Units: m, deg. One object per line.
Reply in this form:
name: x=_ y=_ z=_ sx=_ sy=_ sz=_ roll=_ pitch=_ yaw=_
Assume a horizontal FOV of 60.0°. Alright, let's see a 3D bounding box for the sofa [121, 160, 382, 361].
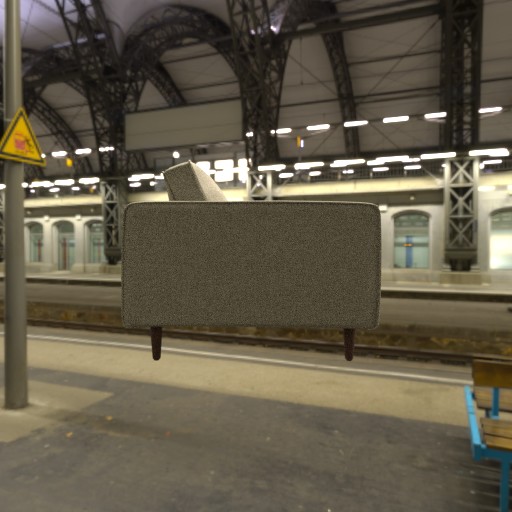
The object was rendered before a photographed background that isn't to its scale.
sofa: x=0.000 y=0.000 z=2.607 sx=0.914 sy=0.762 sz=2.211 roll=0 pitch=1 yaw=1
